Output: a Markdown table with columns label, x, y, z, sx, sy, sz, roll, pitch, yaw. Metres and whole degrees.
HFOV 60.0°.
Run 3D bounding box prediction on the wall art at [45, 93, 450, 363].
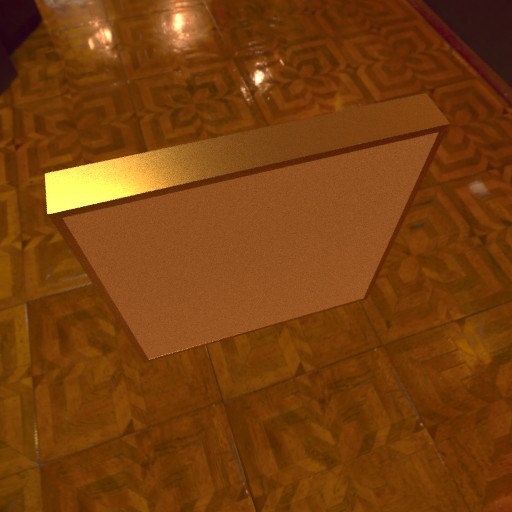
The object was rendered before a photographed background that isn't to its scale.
| label | x | y | z | sx | sy | sz | roll | pitch | yaw |
| --- | --- | --- | --- | --- | --- | --- | --- | --- | --- |
| wall art | 0.000 | 0.000 | 0.460 | 0.304 | 0.304 | 0.038 | -14 | 59 | -9 |
